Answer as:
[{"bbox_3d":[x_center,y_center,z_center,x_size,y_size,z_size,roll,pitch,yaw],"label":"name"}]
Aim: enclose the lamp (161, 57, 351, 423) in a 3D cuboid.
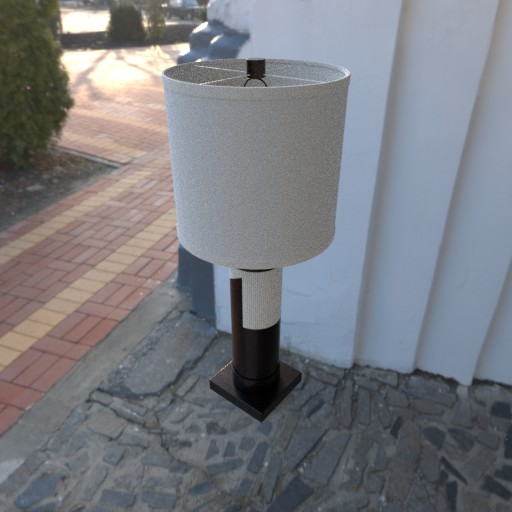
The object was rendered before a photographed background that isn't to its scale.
[{"bbox_3d":[0.000,0.000,0.622,0.211,0.509,0.211,22,37,33],"label":"lamp"}]
